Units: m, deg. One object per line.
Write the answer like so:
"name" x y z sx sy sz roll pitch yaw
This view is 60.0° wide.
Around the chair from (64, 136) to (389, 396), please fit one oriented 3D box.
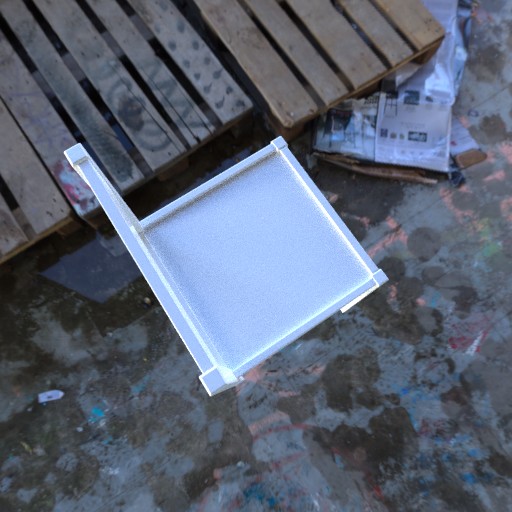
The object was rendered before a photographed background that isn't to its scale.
"chair" 0.000 0.000 0.680 0.285 0.505 0.285 -32 77 -8
